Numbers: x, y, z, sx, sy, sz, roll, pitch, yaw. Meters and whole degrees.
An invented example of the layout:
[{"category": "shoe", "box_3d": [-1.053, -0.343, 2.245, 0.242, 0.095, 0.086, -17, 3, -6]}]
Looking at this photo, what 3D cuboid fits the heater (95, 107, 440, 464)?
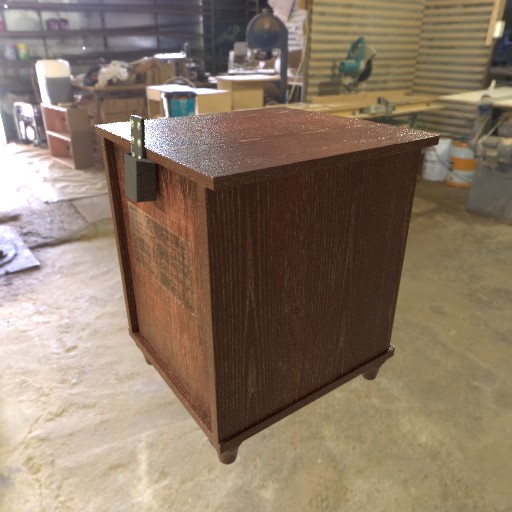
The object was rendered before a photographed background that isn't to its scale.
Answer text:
[{"category": "heater", "box_3d": [0.000, 0.000, 0.741, 0.400, 0.481, 0.362, -17, 31, -31]}]
